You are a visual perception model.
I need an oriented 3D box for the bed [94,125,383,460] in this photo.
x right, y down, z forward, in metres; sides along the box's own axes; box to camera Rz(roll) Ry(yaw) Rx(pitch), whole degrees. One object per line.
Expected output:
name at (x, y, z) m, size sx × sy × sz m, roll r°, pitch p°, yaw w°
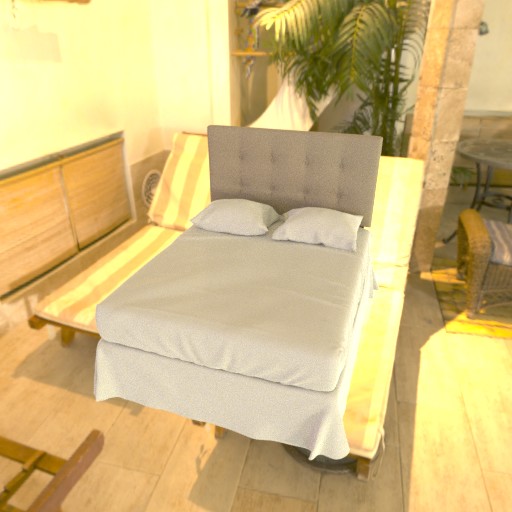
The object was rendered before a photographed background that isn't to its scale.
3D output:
bed at (0.000, 0.000, 3.524) m, size 1.936 × 1.577 × 2.222 m, roll 9°, pitch 29°, yaw 16°
